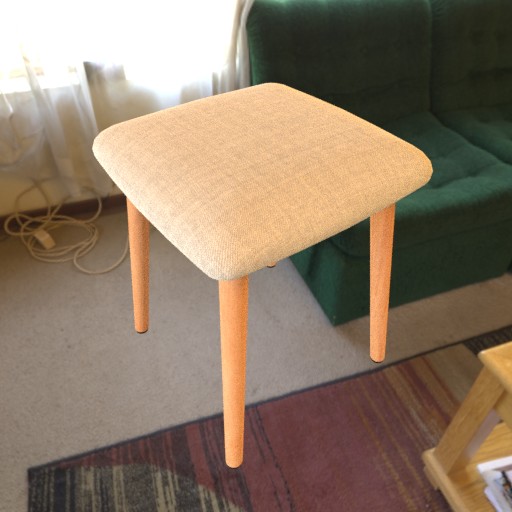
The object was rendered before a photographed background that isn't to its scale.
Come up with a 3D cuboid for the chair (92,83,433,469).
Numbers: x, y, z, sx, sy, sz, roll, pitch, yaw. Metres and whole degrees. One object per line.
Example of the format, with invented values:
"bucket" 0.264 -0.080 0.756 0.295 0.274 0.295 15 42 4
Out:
"chair" 0.000 0.000 0.704 0.350 0.440 0.350 -26 47 -27
